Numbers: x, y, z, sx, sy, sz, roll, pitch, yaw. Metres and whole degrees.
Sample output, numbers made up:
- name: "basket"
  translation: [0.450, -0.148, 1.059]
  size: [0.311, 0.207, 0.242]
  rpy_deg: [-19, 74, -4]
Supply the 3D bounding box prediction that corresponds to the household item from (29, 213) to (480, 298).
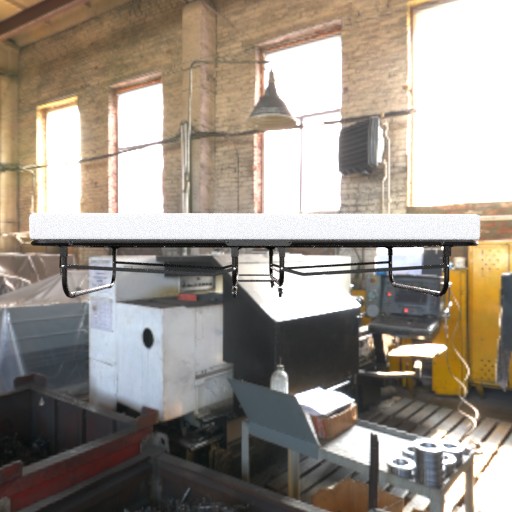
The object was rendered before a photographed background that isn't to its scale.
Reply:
- name: "household item"
  translation: [0.000, 0.000, 2.185]
  size: [1.905, 0.356, 0.787]
  rpy_deg: [0, 0, -2]
